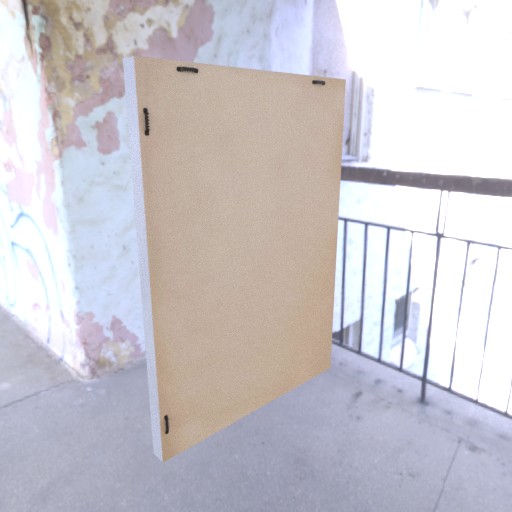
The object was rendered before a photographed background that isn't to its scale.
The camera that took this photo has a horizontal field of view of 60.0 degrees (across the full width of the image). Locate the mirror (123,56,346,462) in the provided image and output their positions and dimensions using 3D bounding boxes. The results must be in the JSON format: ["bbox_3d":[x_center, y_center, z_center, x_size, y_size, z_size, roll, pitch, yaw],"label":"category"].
[{"bbox_3d":[0.000,0.000,0.915,0.507,0.710,0.039,-15,22,-40],"label":"mirror"}]
